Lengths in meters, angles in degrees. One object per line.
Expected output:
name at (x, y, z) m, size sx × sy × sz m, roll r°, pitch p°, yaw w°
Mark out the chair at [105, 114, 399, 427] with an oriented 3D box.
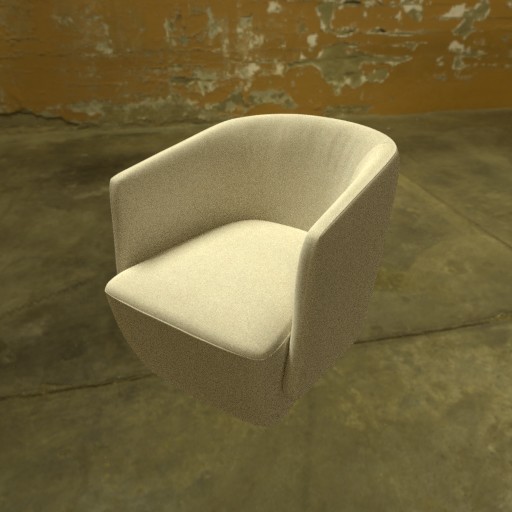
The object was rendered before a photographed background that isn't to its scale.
chair at (0.000, 0.000, 1.665) m, size 0.822 × 0.861 × 0.986 m, roll 18°, pitch 34°, yaw 29°
